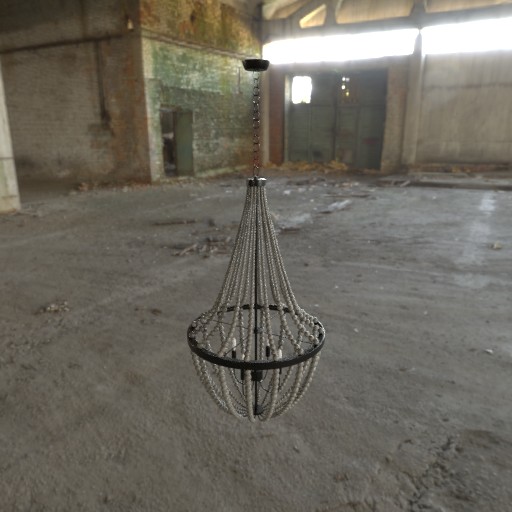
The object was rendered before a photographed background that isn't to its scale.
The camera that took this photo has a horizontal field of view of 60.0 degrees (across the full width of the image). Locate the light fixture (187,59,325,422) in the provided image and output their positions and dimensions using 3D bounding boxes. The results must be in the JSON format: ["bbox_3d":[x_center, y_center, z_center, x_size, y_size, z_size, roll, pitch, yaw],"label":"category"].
[{"bbox_3d":[0.000,0.000,1.393,0.450,1.133,0.450,0,16,0],"label":"light fixture"}]
